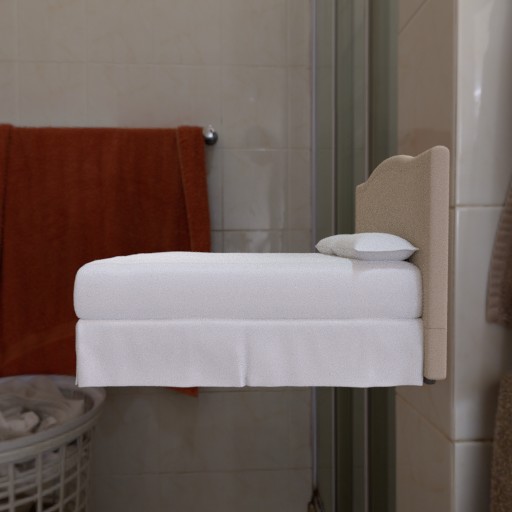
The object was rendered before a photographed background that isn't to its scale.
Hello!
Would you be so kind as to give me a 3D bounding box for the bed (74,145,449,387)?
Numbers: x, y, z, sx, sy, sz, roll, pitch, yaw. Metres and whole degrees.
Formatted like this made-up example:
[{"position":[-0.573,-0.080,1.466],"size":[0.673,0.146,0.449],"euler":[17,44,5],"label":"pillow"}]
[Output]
[{"position":[0.000,0.000,3.181],"size":[2.052,1.398,1.678],"euler":[0,2,-1],"label":"bed"}]
